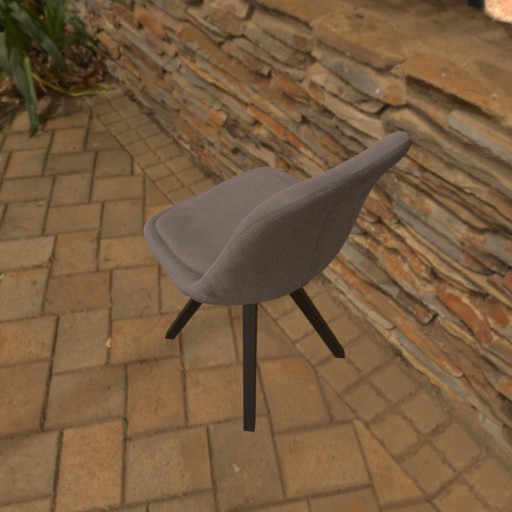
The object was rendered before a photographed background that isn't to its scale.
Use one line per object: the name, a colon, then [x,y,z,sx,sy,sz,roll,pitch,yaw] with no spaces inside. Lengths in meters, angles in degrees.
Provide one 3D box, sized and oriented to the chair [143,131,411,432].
chair: [0.000,0.000,1.162,0.485,0.850,0.550,-30,53,-26]
